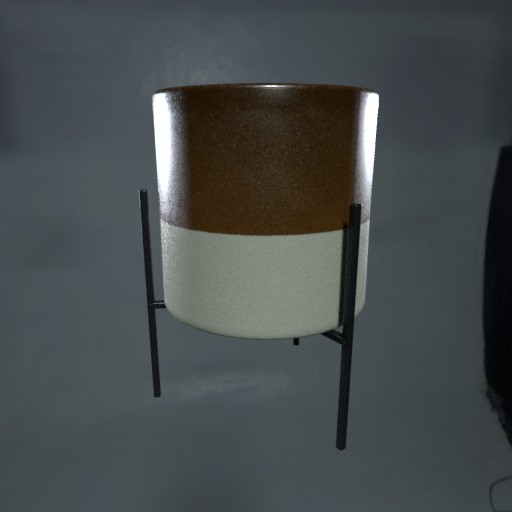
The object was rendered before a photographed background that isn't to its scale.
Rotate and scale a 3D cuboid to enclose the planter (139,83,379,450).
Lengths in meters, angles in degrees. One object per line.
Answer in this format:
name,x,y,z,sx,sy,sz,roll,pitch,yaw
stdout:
planter,0.000,0.000,0.543,0.269,0.375,0.255,-2,16,-7
